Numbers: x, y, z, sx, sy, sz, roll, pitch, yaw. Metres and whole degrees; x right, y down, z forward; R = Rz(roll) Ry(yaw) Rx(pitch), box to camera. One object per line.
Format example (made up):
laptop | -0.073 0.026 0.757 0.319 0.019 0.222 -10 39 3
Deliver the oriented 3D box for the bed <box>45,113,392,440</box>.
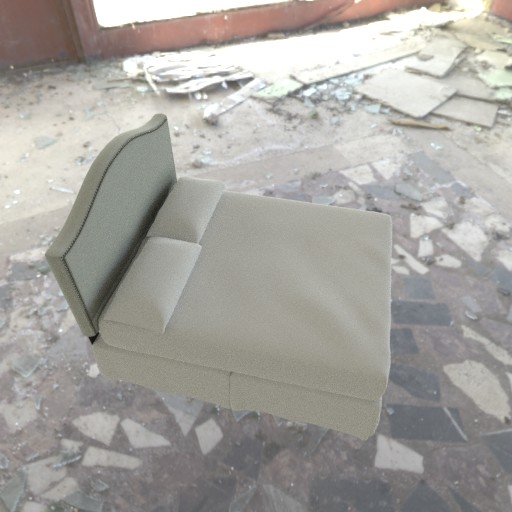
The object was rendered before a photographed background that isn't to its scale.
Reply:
bed | 0.000 0.000 3.415 2.180 1.607 1.813 9 46 9
